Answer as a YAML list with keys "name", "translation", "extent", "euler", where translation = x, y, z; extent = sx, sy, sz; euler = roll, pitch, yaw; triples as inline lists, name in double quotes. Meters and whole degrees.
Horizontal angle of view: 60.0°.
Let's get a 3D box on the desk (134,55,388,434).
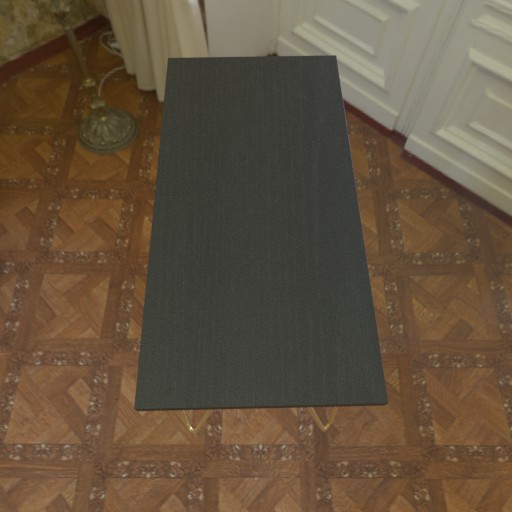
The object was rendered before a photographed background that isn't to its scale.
- name: "desk"
  translation: [0.000, 0.000, 1.386]
  extent: [0.499, 0.660, 0.991]
  euler: [-1, 63, -1]
